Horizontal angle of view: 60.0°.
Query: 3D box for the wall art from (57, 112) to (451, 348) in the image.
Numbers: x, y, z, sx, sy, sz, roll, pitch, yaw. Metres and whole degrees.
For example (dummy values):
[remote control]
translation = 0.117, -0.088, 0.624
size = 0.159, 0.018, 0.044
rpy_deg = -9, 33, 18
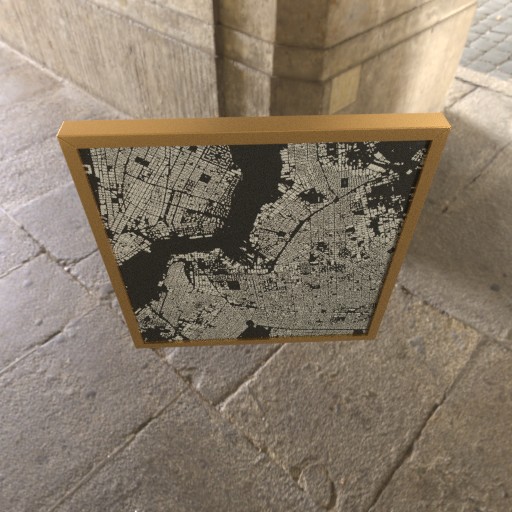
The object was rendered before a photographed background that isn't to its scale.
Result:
[wall art]
translation = 0.000, 0.000, 0.461
size = 0.305, 0.305, 0.023
rpy_deg = -2, 47, -2
